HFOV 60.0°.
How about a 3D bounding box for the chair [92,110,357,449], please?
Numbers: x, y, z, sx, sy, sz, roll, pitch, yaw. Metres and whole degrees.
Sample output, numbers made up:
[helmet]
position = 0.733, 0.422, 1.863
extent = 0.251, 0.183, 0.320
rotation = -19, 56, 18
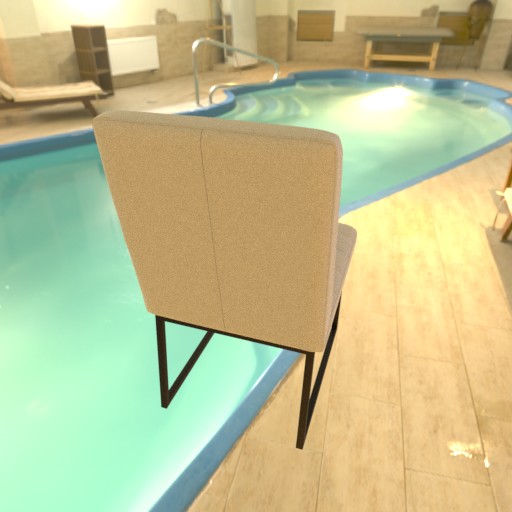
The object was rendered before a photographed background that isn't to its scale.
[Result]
[chair]
position = 0.000, 0.000, 1.309
extent = 0.520, 0.930, 0.634
rotation = 10, 33, 16
